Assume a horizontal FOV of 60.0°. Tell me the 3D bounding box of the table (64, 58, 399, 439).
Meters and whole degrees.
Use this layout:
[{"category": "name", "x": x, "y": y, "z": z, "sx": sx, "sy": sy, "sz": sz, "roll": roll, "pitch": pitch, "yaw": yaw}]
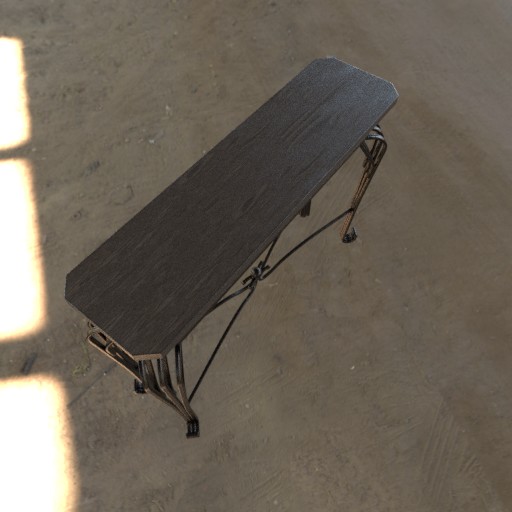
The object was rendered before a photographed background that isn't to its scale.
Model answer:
[{"category": "table", "x": 0.000, "y": 0.000, "z": 1.477, "sx": 0.329, "sy": 0.800, "sz": 1.112, "roll": 33, "pitch": 63, "yaw": 19}]
